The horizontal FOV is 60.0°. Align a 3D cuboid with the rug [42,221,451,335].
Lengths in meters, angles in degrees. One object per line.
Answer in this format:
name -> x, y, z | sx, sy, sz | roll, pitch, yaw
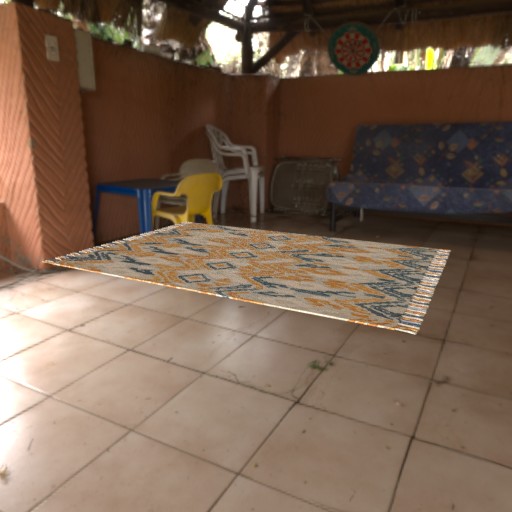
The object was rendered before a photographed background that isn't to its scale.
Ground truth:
rug -> 0.000, 0.000, 2.366 | 1.827, 0.008, 1.230 | 8, 17, 27
